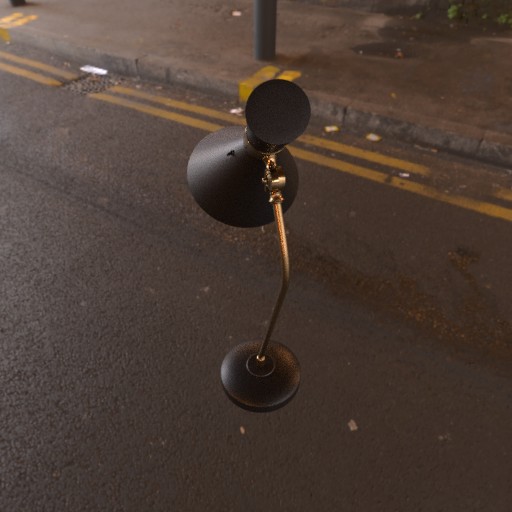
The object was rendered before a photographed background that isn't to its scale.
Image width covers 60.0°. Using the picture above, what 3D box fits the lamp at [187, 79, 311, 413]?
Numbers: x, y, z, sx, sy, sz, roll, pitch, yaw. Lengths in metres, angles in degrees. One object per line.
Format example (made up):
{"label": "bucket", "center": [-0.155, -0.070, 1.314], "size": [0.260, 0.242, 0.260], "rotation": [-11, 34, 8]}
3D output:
{"label": "lamp", "center": [0.000, 0.000, 0.780], "size": [0.189, 0.647, 0.292], "rotation": [-12, 43, -13]}
